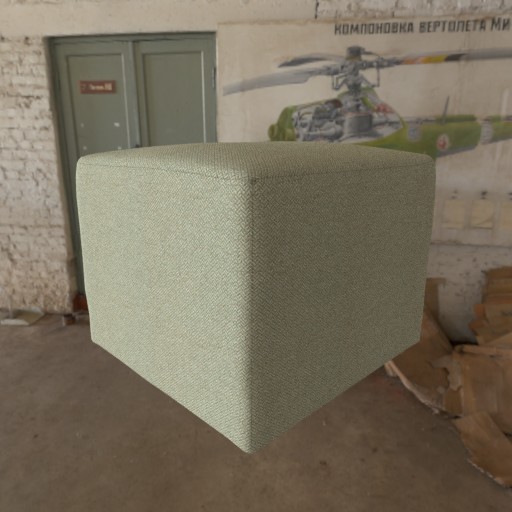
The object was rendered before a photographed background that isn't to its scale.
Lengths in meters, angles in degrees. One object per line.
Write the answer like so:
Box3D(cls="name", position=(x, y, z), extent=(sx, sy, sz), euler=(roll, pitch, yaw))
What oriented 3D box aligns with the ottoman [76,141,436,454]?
Box3D(cls="ottoman", position=(0.000, 0.000, 0.908), extent=(0.521, 0.453, 0.512), euler=(-15, 21, -42))
